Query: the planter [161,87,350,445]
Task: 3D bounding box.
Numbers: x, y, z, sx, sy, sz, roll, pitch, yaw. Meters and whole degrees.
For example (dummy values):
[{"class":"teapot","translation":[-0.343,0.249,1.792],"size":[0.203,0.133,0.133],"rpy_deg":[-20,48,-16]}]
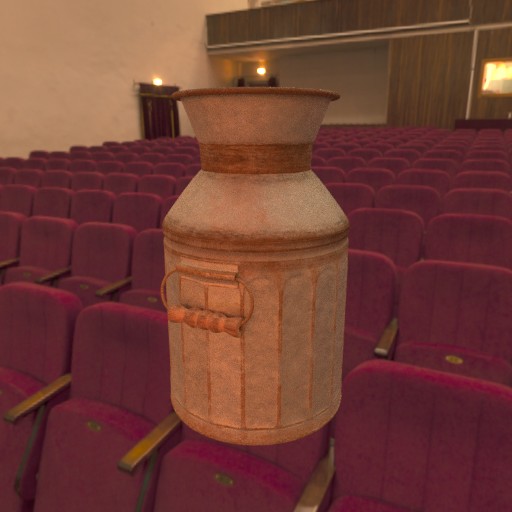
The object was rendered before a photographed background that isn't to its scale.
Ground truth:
[{"class":"planter","translation":[0.000,0.000,0.520],"size":[0.215,0.358,0.248],"rpy_deg":[8,18,26]}]
